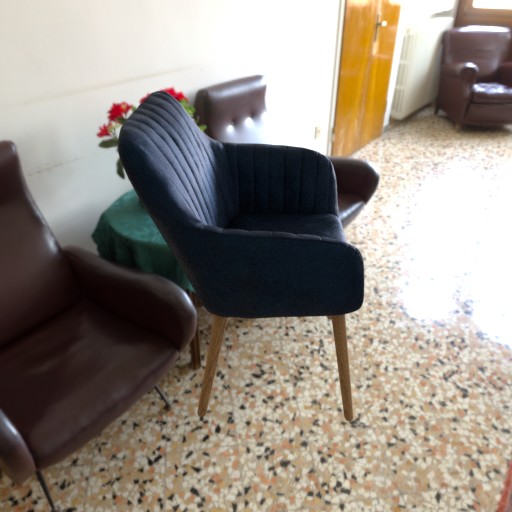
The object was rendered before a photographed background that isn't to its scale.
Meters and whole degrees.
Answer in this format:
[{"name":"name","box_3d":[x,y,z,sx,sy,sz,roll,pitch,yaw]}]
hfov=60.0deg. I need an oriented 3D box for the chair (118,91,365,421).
[{"name":"chair","box_3d":[0.000,0.000,1.252,0.573,0.826,0.578,1,33,1]}]
